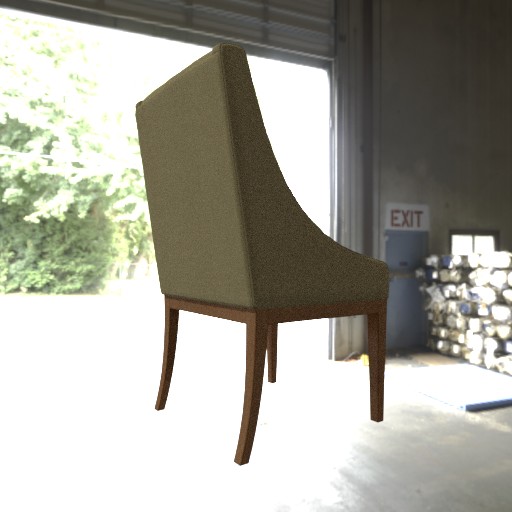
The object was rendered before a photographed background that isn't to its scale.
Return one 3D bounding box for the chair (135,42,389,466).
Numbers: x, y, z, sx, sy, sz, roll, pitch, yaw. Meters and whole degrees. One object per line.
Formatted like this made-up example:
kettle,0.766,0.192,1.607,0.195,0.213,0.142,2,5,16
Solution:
chair,0.000,0.000,1.419,0.611,1.021,0.575,0,0,-37
